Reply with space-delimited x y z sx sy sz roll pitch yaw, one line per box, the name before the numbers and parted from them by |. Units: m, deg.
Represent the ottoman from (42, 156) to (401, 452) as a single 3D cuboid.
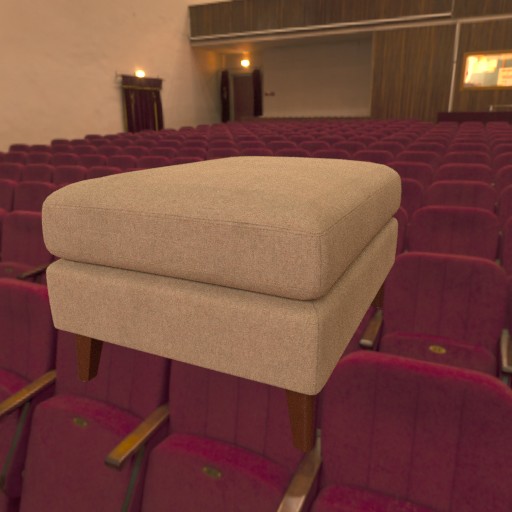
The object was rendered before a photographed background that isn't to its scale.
ottoman | 0.000 0.000 1.167 0.610 0.478 0.823 8 18 24
